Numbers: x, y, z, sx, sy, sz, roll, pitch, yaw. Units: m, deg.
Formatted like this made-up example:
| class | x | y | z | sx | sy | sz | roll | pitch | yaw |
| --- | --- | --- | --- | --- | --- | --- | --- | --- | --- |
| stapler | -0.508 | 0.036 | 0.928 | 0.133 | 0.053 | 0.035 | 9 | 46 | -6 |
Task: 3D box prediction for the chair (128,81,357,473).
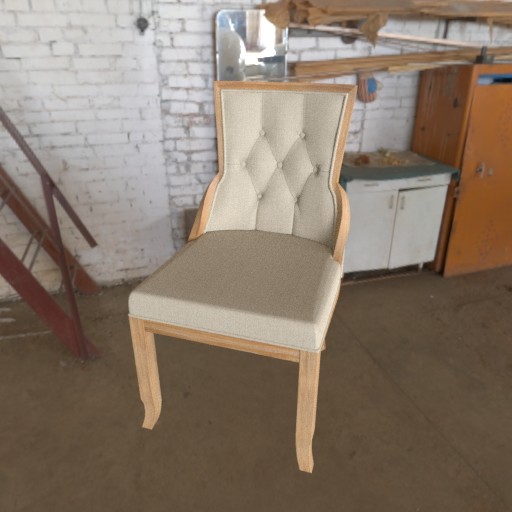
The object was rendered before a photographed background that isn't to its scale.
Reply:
| class | x | y | z | sx | sy | sz | roll | pitch | yaw |
| --- | --- | --- | --- | --- | --- | --- | --- | --- | --- |
| chair | 0.000 | 0.000 | 1.349 | 0.524 | 0.947 | 0.641 | 8 | 27 | 16 |
